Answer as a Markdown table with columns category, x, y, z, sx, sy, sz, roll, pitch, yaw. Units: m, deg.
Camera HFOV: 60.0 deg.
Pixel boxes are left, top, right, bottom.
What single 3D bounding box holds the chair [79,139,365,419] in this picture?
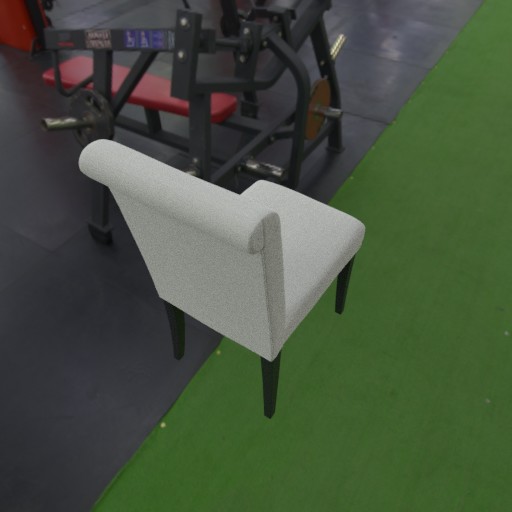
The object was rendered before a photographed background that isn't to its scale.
| category | x | y | z | sx | sy | sz | roll | pitch | yaw |
| --- | --- | --- | --- | --- | --- | --- | --- | --- | --- |
| chair | 0.000 | 0.000 | 1.386 | 0.452 | 0.976 | 0.708 | 26 | 52 | 22 |
